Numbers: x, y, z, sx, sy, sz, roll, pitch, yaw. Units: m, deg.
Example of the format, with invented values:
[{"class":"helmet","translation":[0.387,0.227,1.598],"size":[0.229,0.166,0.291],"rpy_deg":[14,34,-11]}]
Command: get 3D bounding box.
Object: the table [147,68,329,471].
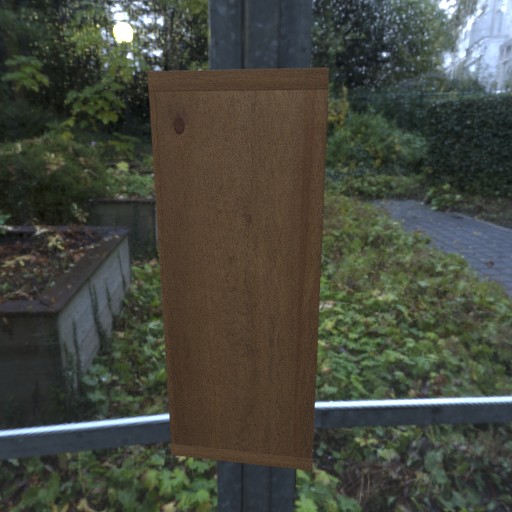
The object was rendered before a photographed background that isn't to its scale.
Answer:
[{"class":"table","translation":[0.000,0.000,1.793],"size":[0.524,1.294,0.901],"rpy_deg":[2,16,8]}]
